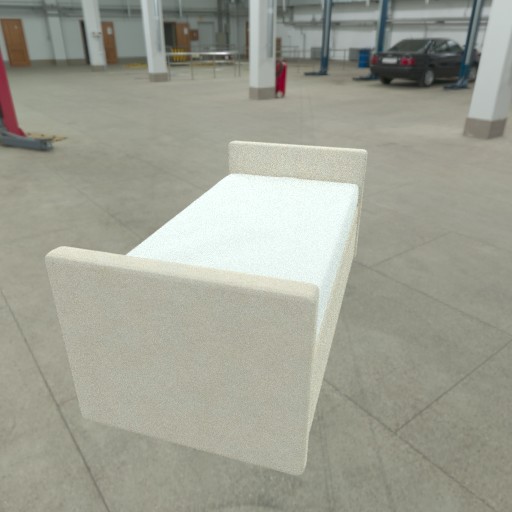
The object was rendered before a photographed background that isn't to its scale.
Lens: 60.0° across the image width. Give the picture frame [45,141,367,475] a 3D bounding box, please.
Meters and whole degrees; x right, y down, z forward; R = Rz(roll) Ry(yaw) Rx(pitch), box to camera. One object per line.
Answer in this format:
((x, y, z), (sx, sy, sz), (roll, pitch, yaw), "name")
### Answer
((0.000, 0.000, 2.686), (1.069, 0.891, 2.161), (8, 28, 15), "picture frame")
